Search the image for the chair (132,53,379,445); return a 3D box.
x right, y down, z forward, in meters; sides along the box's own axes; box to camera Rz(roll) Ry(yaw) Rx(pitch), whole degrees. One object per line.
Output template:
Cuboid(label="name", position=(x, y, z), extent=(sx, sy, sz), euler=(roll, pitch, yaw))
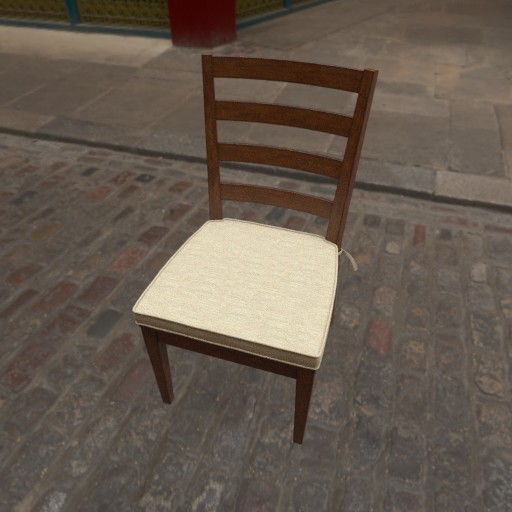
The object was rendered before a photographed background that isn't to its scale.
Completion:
Cuboid(label="chair", position=(0.000, 0.000, 1.336), extent=(0.593, 0.979, 0.595), euler=(12, 41, 14))
